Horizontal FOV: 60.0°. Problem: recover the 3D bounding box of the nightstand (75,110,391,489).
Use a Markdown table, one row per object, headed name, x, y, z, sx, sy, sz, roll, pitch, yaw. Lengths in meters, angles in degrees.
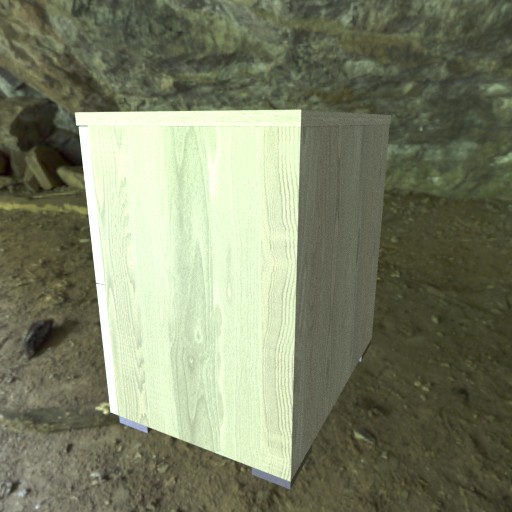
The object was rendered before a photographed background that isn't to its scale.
| name | x | y | z | sx | sy | sz | roll | pitch | yaw |
| --- | --- | --- | --- | --- | --- | --- | --- | --- | --- |
| nightstand | 0.000 | 0.000 | 0.756 | 0.325 | 0.461 | 0.442 | 8 | 19 | 26 |
